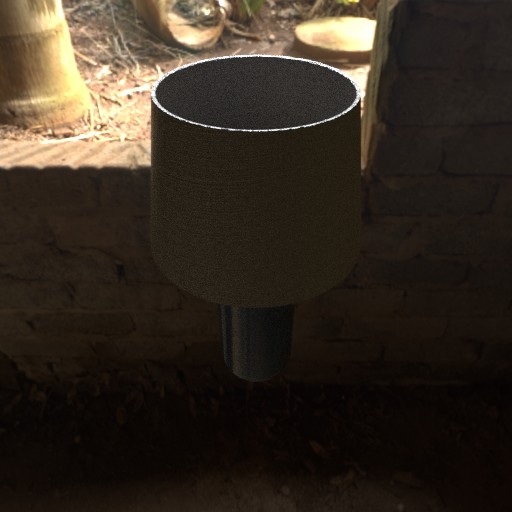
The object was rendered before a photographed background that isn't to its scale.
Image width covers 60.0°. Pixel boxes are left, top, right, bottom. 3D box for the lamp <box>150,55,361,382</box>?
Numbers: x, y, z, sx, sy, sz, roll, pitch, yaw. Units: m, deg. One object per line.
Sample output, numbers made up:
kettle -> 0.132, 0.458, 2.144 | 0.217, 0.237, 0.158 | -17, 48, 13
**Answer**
lamp -> 0.000, 0.000, 0.565 | 0.253, 0.428, 0.253 | 0, 40, 0
